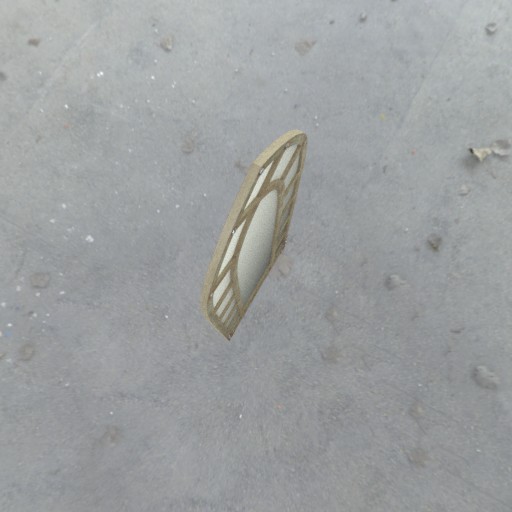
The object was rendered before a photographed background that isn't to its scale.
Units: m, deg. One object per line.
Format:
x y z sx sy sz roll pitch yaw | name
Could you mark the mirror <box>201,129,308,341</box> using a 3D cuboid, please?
0.000 0.000 1.268 0.025 1.175 0.464 29 78 7 | mirror
